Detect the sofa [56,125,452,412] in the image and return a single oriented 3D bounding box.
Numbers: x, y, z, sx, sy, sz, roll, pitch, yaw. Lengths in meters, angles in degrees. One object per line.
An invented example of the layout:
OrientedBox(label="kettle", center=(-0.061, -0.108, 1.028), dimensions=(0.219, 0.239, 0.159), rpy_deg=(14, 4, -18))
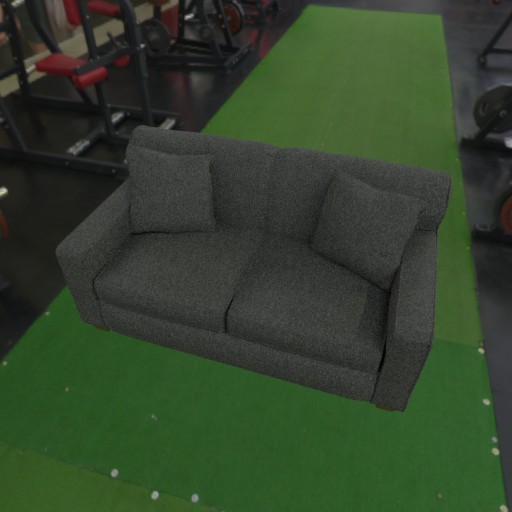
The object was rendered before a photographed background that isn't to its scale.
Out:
OrientedBox(label="sofa", center=(0.000, 0.000, 2.442), dimensions=(1.846, 0.958, 0.998), rpy_deg=(12, 42, 14))
